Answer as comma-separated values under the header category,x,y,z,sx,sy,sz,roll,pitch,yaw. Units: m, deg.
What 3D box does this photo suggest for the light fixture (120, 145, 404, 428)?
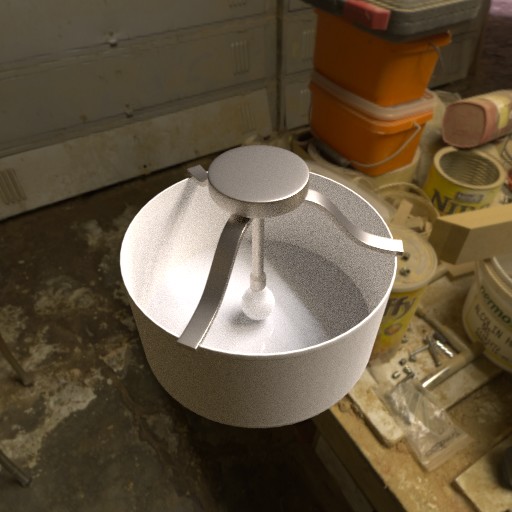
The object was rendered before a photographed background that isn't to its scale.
category,x,y,z,sx,sy,sz,roll,pitch,yaw
light fixture,0.000,0.000,0.655,0.395,0.304,0.395,0,44,0
